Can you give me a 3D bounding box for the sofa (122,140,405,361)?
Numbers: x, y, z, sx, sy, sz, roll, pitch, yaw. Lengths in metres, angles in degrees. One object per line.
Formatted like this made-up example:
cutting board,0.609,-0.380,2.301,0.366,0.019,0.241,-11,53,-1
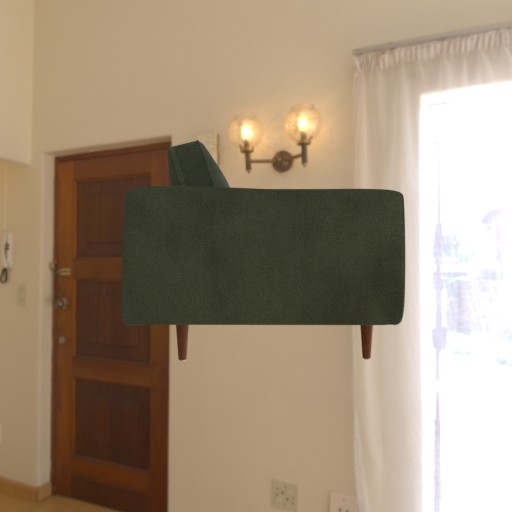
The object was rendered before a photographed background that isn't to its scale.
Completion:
sofa,0.000,0.000,2.325,0.916,0.772,1.880,0,-1,-2
